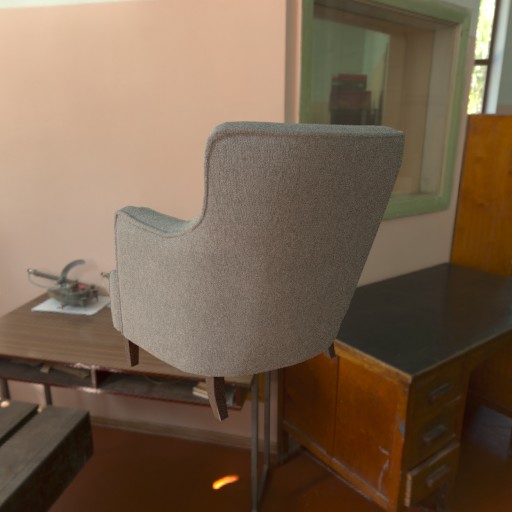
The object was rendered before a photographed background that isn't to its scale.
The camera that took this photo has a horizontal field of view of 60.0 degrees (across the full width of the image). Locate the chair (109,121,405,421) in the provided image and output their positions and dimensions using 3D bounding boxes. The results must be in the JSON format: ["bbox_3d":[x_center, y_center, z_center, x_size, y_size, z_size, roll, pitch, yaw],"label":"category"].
[{"bbox_3d":[0.000,0.000,1.601,0.820,0.920,0.910,-14,21,-42],"label":"chair"}]
